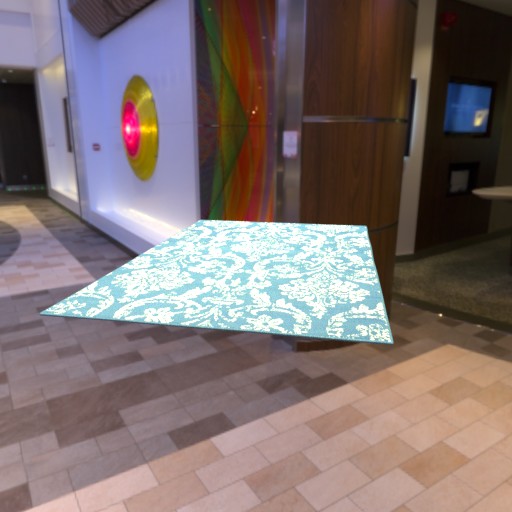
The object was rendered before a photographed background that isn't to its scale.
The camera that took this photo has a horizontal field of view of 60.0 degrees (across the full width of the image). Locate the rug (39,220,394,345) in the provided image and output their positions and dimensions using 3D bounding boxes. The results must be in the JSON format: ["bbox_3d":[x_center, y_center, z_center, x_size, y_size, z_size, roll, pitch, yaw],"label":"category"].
[{"bbox_3d":[0.000,0.000,2.326,1.211,0.012,1.833,3,15,11],"label":"rug"}]
